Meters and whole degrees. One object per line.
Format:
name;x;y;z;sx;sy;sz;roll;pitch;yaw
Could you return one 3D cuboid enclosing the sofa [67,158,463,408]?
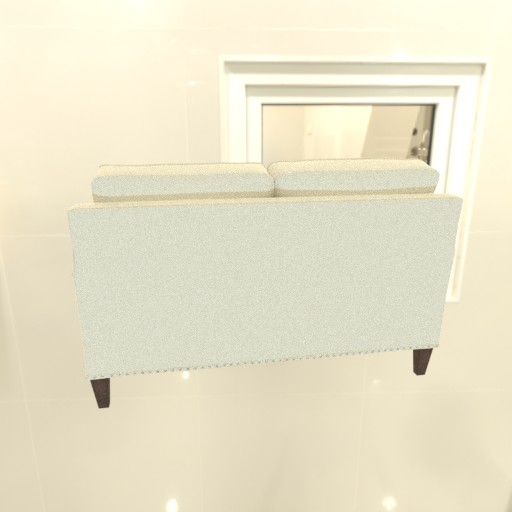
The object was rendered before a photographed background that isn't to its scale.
sofa;0.000;0.000;2.236;1.597;1.003;1.084;-3;17;-10
